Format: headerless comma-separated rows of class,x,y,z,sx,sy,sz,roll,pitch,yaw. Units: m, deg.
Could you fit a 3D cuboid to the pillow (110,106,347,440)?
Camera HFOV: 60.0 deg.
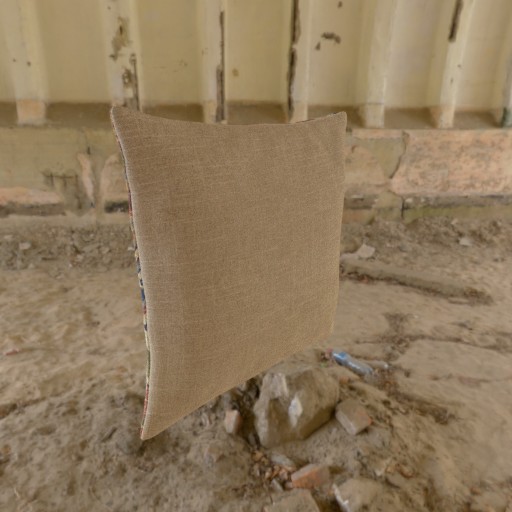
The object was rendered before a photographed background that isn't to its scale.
pillow,0.000,0.000,0.803,0.166,0.506,0.523,16,23,42
